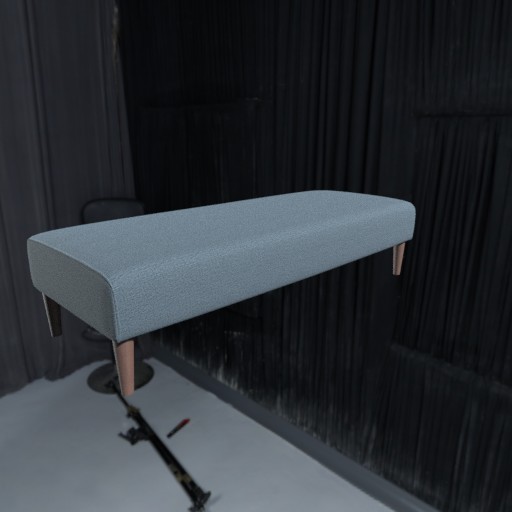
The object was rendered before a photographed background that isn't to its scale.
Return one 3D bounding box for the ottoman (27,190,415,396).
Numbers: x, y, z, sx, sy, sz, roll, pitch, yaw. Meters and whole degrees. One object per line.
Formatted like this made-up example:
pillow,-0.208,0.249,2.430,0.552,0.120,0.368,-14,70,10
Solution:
ottoman,0.000,0.000,1.877,1.609,0.393,0.646,-15,22,-42
